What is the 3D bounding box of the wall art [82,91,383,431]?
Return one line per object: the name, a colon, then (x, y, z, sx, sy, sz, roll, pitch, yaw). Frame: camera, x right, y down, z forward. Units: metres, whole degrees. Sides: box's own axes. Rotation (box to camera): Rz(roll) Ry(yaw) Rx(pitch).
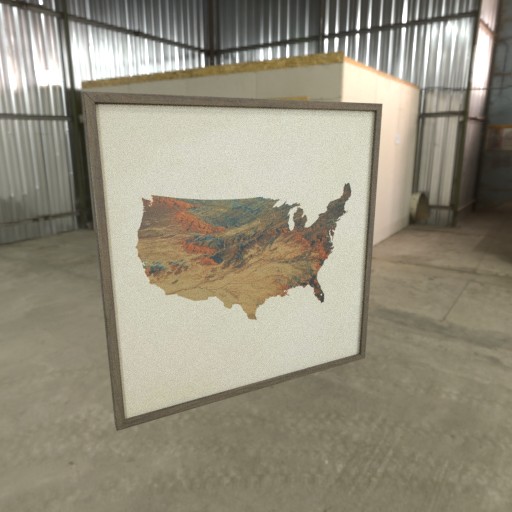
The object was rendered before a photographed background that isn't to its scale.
wall art: (0.000, 0.000, 0.756, 0.508, 0.507, 0.016, -8, 17, -27)
